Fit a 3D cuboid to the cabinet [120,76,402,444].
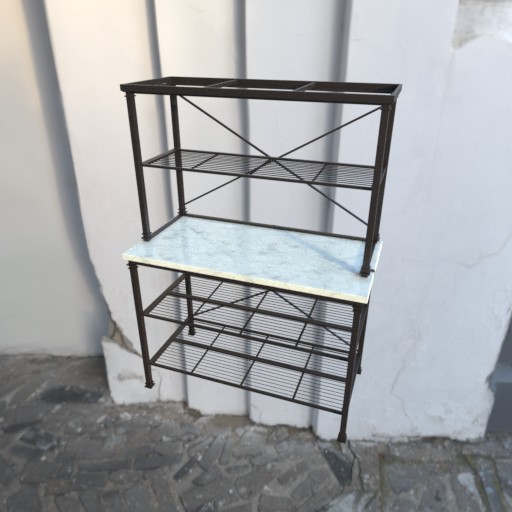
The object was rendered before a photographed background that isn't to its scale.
[{"bbox_3d":[0.000,0.000,2.302,1.210,1.659,0.610,9,28,18],"label":"cabinet"}]
